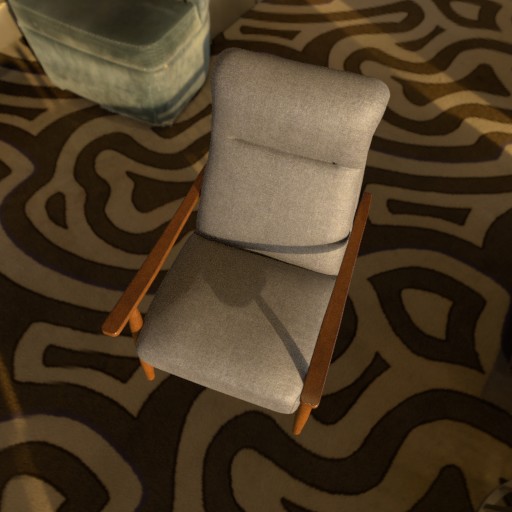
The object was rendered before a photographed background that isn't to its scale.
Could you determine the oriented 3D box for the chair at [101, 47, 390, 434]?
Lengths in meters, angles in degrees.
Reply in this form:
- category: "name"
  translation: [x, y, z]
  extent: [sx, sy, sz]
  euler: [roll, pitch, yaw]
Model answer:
- category: "chair"
  translation: [0.000, 0.000, 1.751]
  extent: [0.762, 1.081, 1.014]
  euler: [17, 60, 10]
